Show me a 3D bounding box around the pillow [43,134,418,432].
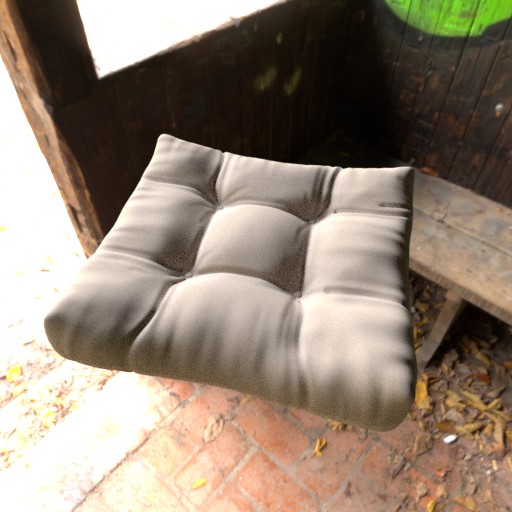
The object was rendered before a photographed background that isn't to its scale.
[{"bbox_3d":[0.000,0.000,0.711,0.490,0.128,0.468,10,48,9],"label":"pillow"}]
